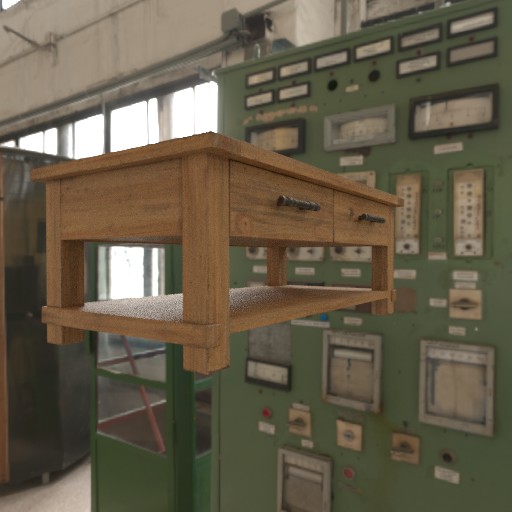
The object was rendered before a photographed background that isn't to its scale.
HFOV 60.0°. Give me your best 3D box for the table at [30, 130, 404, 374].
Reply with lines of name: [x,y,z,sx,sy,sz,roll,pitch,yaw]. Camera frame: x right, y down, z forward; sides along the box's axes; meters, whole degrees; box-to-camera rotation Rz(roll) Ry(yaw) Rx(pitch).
table: [0.000,0.000,1.583,0.693,0.494,1.270,0,0,35]
